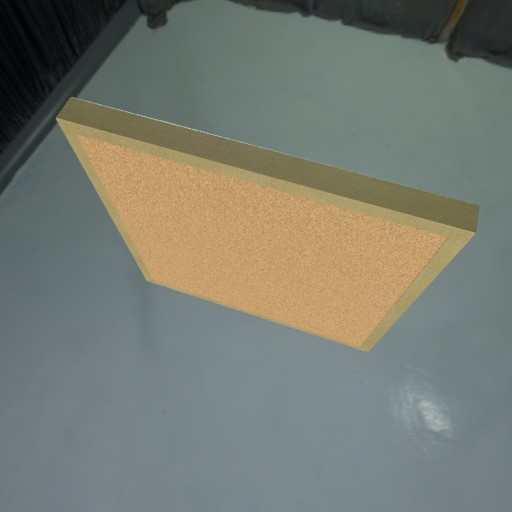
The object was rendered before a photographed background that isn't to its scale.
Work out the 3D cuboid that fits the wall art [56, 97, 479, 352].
[{"bbox_3d":[0.000,0.000,0.744,0.508,0.508,0.038,17,65,8],"label":"wall art"}]
